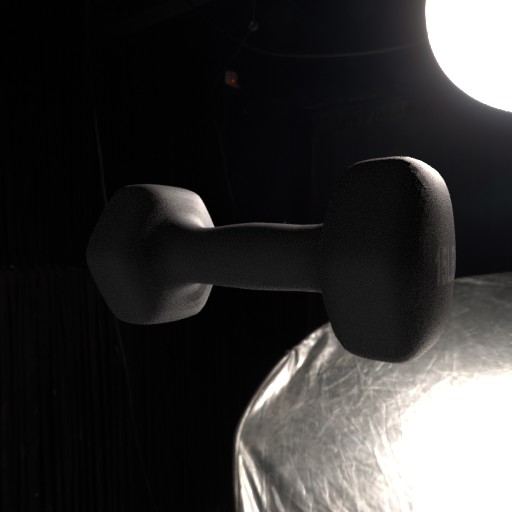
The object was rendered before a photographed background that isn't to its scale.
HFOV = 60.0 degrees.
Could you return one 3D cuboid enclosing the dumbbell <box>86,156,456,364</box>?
[{"bbox_3d":[0.000,0.000,0.295,0.240,0.105,0.116,1,2,35],"label":"dumbbell"}]
